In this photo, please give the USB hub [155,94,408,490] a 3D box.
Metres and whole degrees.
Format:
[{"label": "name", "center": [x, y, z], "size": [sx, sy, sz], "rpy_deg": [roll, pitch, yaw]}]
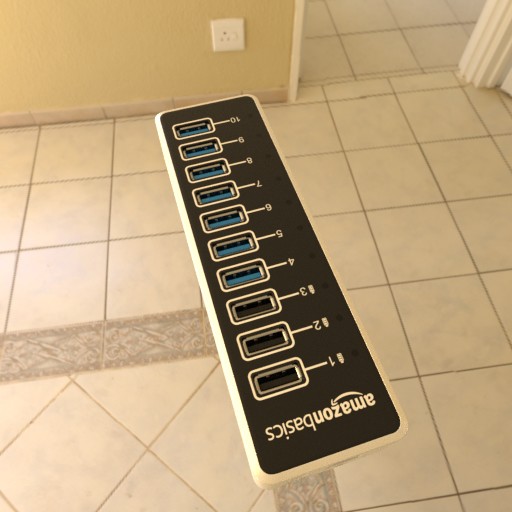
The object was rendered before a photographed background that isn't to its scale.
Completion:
[{"label": "USB hub", "center": [0.000, 0.000, 0.161], "size": [0.044, 0.023, 0.145], "rpy_deg": [-15, 60, -9]}]
